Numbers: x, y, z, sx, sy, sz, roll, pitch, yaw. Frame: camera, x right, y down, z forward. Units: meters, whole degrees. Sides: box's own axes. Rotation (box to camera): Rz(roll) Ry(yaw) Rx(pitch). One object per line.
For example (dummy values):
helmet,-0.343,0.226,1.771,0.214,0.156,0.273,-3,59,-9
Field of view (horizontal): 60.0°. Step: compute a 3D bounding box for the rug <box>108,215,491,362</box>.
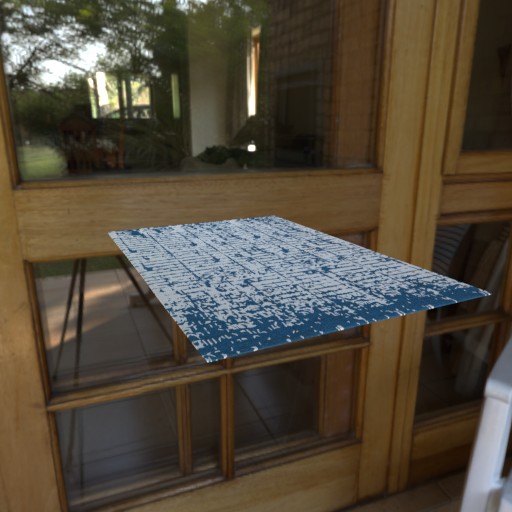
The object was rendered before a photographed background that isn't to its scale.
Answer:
rug,0.000,0.000,2.316,1.220,0.007,1.828,-8,18,-25
